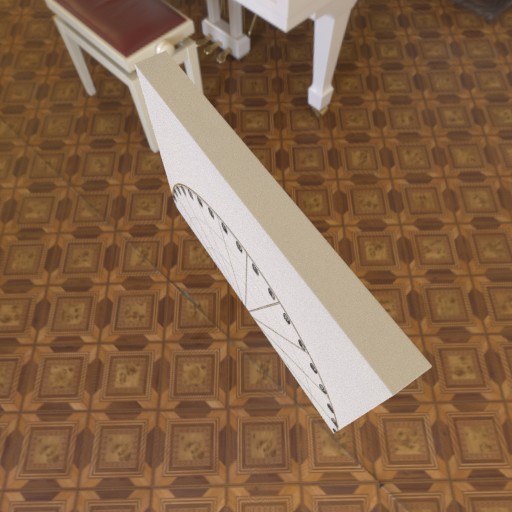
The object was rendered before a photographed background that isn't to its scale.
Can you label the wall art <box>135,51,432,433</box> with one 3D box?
[{"bbox_3d":[0.000,0.000,0.486,0.039,0.254,0.384,-30,67,-14],"label":"wall art"}]
